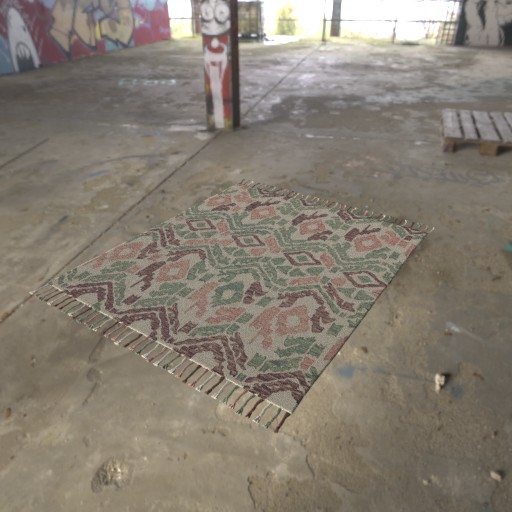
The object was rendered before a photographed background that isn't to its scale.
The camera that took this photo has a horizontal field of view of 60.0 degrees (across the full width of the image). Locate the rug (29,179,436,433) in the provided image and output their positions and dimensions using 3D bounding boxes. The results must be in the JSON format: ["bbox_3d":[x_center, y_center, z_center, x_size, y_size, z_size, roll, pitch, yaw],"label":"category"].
[{"bbox_3d":[0.000,0.000,4.074,2.438,0.010,3.048,19,36,29],"label":"rug"}]
